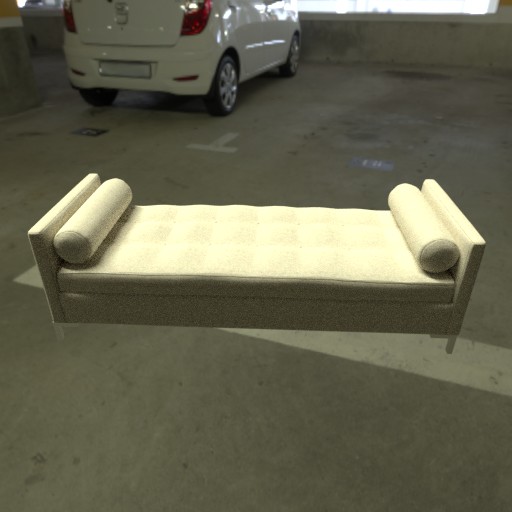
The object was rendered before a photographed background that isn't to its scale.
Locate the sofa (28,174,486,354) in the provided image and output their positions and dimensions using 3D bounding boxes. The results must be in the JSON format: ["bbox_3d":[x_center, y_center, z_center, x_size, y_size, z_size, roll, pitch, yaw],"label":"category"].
[{"bbox_3d":[0.000,0.000,2.482,2.102,0.655,0.797,1,31,2],"label":"sofa"}]
